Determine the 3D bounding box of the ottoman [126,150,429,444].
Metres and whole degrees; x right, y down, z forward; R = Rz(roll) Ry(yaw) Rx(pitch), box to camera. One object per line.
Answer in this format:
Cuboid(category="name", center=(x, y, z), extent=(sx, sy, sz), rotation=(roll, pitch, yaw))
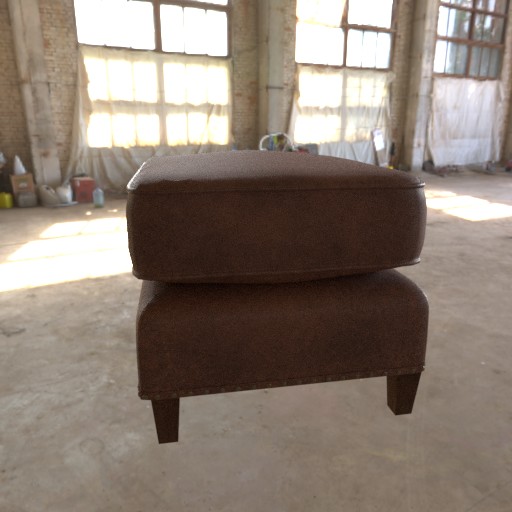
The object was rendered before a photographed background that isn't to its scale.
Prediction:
Cuboid(category="ottoman", center=(0.000, 0.000, 1.154), extent=(0.589, 0.537, 0.738), rotation=(-3, 17, -10))
